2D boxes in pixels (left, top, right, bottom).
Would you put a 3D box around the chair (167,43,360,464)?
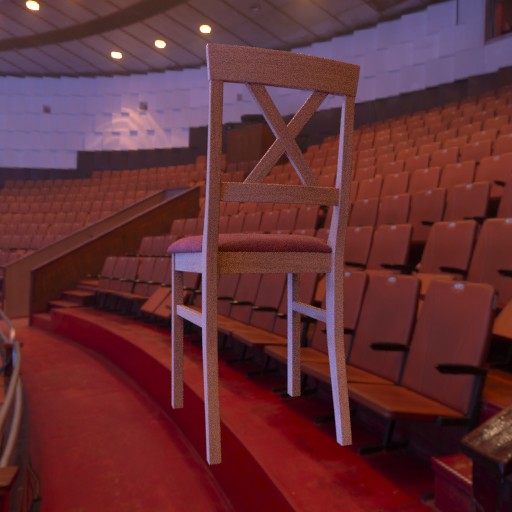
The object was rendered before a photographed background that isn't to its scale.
[{"bbox_3d":[0.000,0.000,1.220,0.439,0.912,0.492,0,0,-17],"label":"chair"}]
